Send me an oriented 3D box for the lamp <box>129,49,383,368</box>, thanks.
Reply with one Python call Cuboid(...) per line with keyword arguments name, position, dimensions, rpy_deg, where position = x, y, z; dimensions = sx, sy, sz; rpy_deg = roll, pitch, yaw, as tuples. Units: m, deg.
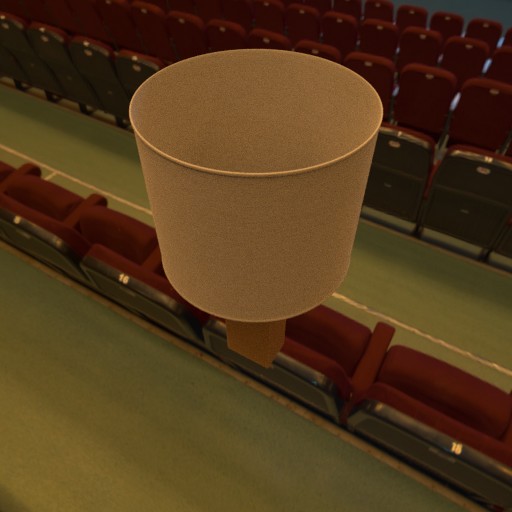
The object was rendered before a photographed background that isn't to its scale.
Cuboid(name="lamp", position=(0.000, 0.000, 0.558), dimensions=(0.229, 0.417, 0.229), rpy_deg=(23, 51, 20))
